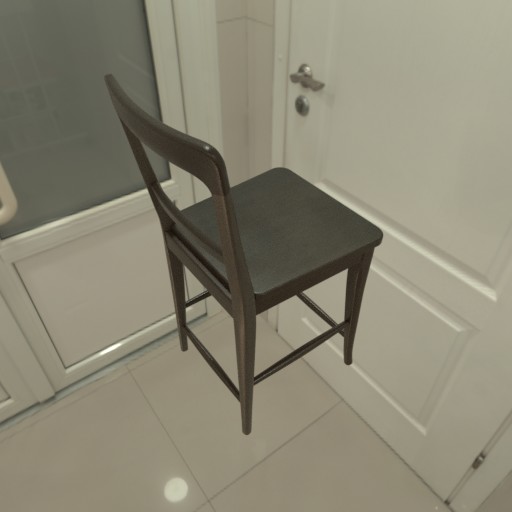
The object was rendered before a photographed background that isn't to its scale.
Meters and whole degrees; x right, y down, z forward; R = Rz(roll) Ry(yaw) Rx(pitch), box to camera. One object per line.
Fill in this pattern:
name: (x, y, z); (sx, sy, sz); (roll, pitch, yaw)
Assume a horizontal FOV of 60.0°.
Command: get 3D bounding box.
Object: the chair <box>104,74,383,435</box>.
chair: (0.000, 0.000, 1.244); (0.546, 0.991, 0.450); (-26, 48, -26)
